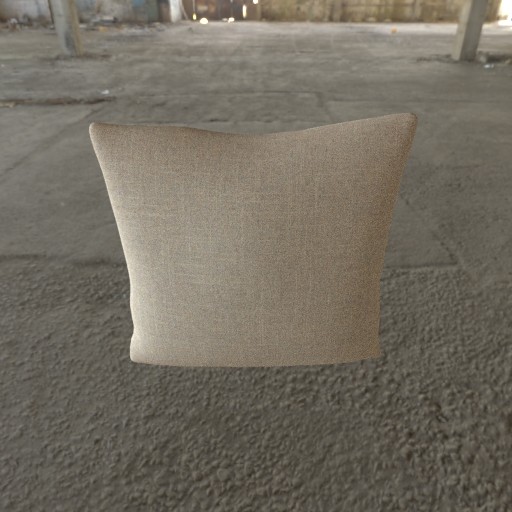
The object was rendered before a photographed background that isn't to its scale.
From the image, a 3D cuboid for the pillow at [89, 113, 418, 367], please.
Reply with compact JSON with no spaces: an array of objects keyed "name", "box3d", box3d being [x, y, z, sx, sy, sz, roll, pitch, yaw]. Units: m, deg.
[{"name":"pillow","box3d":[0.000,0.000,0.891,0.578,0.558,0.192,0,30,-1]}]
